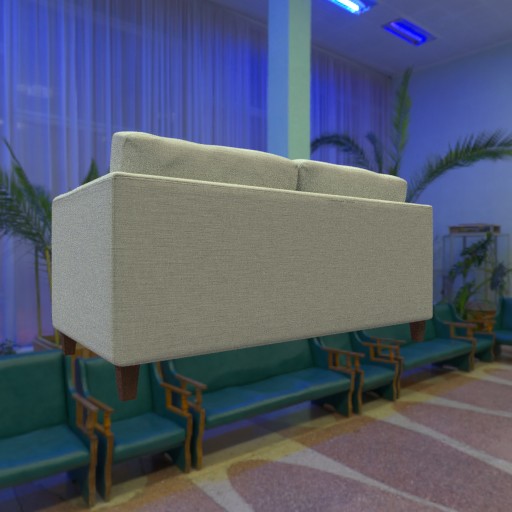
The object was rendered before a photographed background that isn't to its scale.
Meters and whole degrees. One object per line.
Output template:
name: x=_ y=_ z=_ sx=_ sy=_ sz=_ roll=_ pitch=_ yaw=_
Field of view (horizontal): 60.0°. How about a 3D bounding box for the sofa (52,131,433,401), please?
sofa: x=0.000 y=0.000 z=2.344 sx=1.838 sy=0.963 sz=0.950 roll=0 pitch=1 yaw=-36
